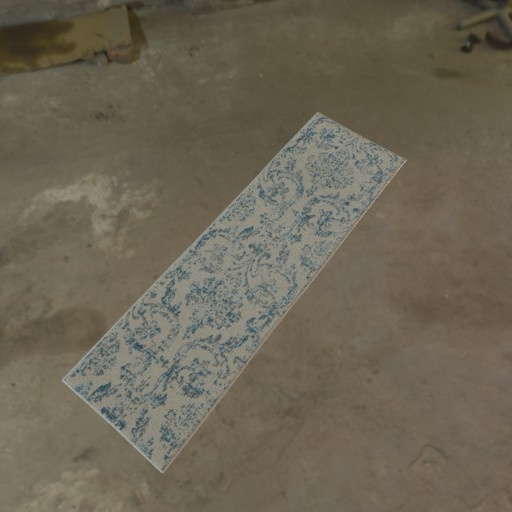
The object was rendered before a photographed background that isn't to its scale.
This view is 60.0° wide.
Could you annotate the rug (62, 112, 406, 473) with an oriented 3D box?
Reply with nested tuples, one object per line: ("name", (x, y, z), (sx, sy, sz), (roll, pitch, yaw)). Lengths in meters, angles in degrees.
("rug", (0.000, 0.000, 2.428), (0.662, 0.011, 2.196), (34, 68, 16))
